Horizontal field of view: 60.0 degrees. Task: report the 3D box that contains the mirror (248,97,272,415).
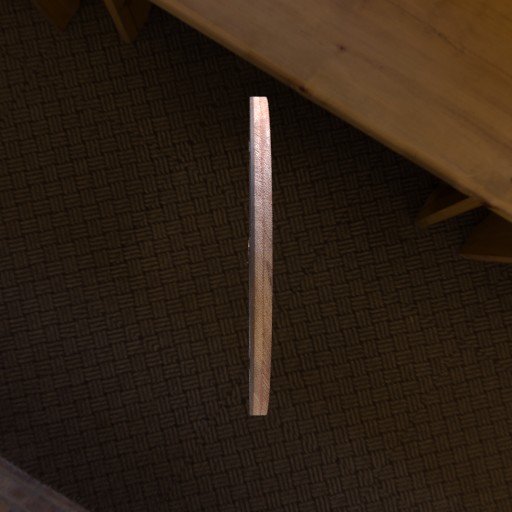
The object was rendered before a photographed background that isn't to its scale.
[{"bbox_3d":[0.000,0.000,1.052,0.038,0.710,0.710,0,89,-1],"label":"mirror"}]
